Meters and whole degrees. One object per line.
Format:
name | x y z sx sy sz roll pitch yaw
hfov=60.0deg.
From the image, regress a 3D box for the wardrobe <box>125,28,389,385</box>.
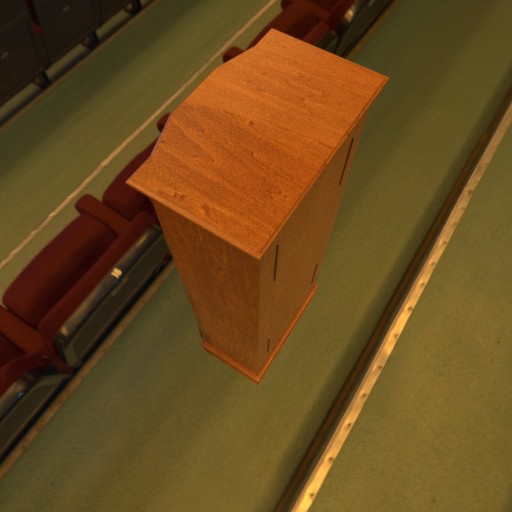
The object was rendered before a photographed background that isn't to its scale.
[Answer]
wardrobe | 0.000 0.000 1.125 0.273 0.959 0.406 30 67 14
